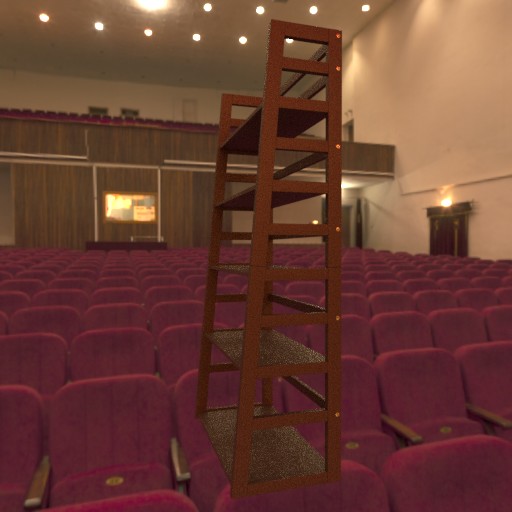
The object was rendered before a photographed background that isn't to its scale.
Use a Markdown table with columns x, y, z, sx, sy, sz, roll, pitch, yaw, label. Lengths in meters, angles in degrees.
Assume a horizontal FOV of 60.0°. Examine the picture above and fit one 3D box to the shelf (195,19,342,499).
| x | y | z | sx | sy | sz | roll | pitch | yaw | label |
| --- | --- | --- | --- | --- | --- | --- | --- | --- | --- |
| 0.000 | 0.000 | 1.877 | 0.403 | 1.600 | 0.763 | 0 | 1 | -17 | shelf |
